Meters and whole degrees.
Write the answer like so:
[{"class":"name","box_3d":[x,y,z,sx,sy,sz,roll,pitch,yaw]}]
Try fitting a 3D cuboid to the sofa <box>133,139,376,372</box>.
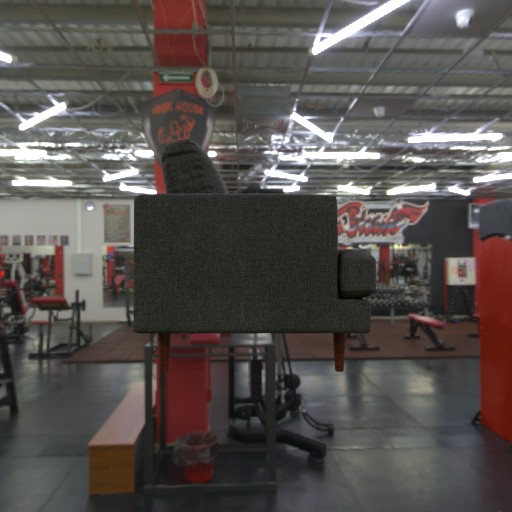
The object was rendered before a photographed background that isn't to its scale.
[{"class":"sofa","box_3d":[0.000,0.000,2.724,0.903,0.930,2.246,0,-1,0]}]
